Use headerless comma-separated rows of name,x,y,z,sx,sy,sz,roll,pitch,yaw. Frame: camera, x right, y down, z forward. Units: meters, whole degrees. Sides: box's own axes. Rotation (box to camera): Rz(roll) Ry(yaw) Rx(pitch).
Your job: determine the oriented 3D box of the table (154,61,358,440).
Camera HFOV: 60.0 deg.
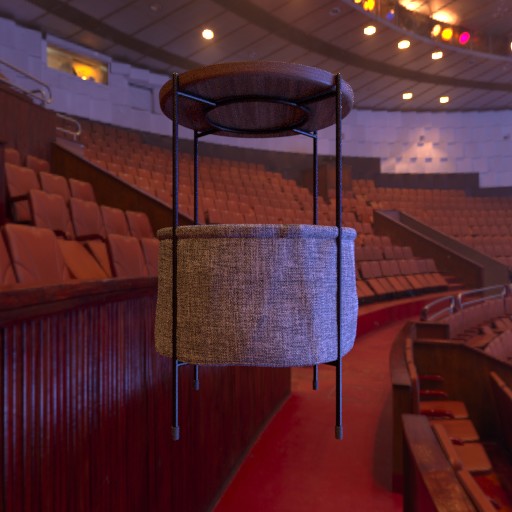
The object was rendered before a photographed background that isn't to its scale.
table,0.000,0.000,0.897,0.400,0.623,0.400,0,0,-1
